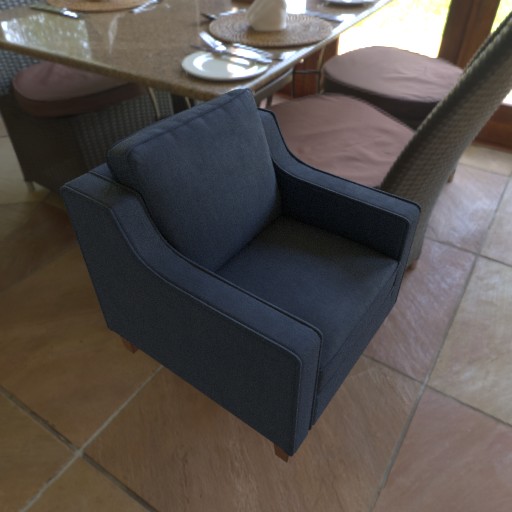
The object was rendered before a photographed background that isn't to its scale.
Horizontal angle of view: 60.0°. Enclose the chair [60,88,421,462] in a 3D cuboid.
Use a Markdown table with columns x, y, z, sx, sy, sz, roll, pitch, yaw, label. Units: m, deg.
| x | y | z | sx | sy | sz | roll | pitch | yaw | label |
| --- | --- | --- | --- | --- | --- | --- | --- | --- | --- |
| 0.000 | 0.000 | 1.633 | 0.909 | 0.960 | 0.831 | 26 | 47 | 26 | chair |
